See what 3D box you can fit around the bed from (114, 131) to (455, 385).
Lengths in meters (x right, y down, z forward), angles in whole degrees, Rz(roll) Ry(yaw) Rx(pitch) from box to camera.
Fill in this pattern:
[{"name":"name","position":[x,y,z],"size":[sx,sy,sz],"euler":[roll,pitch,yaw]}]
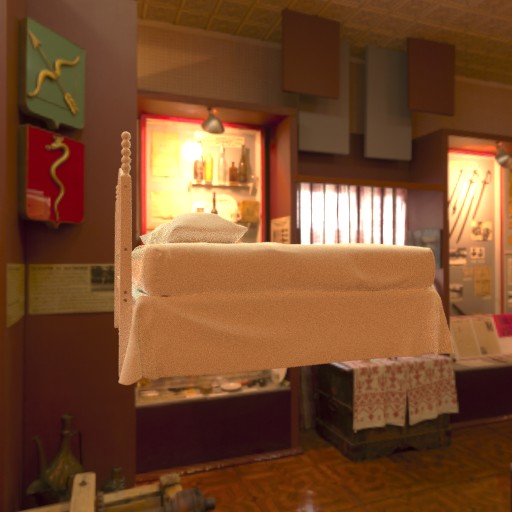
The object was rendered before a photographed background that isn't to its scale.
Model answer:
[{"name":"bed","position":[0.000,0.000,3.672],"size":[2.219,1.355,2.322],"euler":[0,-1,-18]}]
